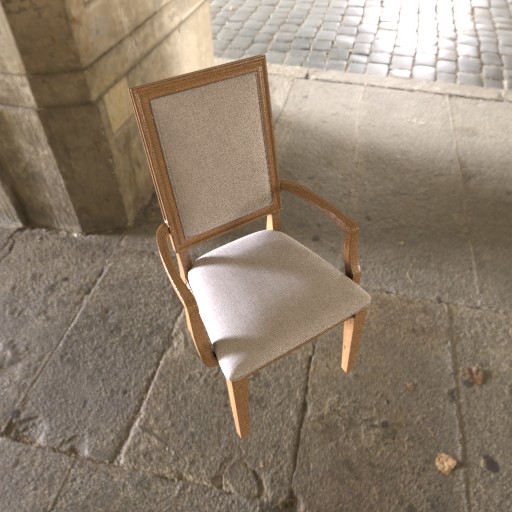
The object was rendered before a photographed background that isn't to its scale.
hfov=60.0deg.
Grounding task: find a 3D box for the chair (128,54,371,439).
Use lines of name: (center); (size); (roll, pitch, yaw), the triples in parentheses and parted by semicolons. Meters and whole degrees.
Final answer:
chair: (0.000, 0.000, 1.420); (0.606, 0.990, 0.602); (-25, 51, -22)
